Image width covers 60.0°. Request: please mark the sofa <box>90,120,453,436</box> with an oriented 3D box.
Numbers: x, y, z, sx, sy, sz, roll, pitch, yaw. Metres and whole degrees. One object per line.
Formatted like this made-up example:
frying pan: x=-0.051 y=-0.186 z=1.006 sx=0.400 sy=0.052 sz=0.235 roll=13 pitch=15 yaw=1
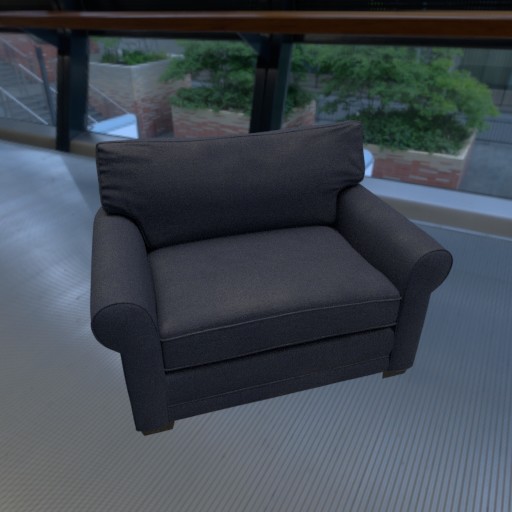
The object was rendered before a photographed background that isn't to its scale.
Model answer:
sofa: x=0.000 y=0.000 z=2.038 sx=1.405 sy=1.004 sz=0.938 roll=-9 pitch=32 yaw=-14
